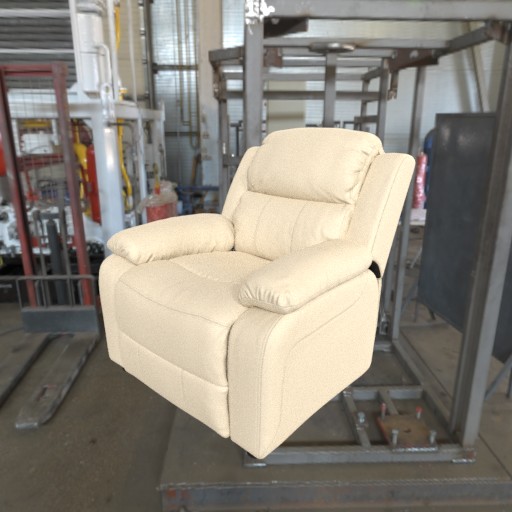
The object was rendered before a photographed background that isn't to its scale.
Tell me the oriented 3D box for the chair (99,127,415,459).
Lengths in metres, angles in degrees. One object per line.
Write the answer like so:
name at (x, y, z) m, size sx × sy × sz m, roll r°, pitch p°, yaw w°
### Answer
chair at (0.000, 0.000, 1.269) m, size 0.680 × 0.702 × 0.709 m, roll 15°, pitch 22°, yaw 41°
